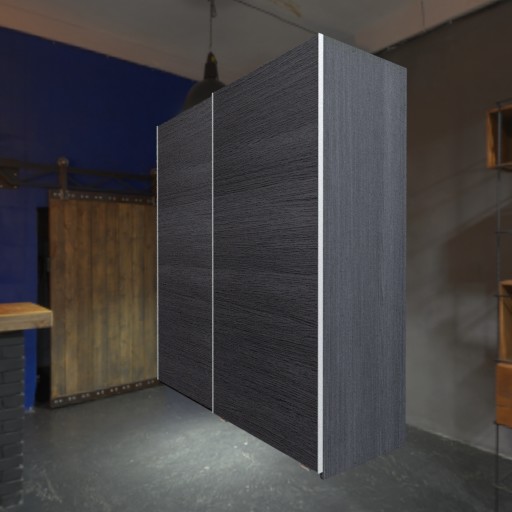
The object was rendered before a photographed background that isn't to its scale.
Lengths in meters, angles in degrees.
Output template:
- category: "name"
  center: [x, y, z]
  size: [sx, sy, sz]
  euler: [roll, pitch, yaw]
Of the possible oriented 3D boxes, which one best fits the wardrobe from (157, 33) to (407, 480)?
- category: "wardrobe"
  center: [0.000, 0.000, 2.832]
  size: [0.629, 1.960, 1.780]
  euler: [0, 1, -36]
